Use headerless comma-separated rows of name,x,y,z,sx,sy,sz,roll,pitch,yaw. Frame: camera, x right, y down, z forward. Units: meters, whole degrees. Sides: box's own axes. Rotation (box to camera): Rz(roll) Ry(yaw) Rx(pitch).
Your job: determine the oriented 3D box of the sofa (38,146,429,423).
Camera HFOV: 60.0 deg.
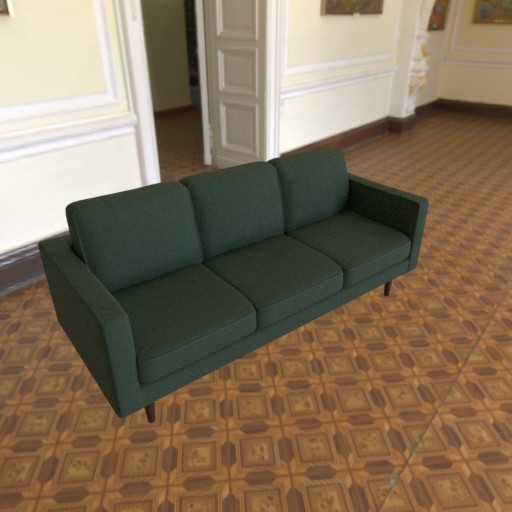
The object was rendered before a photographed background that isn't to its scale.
sofa,0.000,0.000,2.511,2.029,0.899,0.879,-20,35,-32
